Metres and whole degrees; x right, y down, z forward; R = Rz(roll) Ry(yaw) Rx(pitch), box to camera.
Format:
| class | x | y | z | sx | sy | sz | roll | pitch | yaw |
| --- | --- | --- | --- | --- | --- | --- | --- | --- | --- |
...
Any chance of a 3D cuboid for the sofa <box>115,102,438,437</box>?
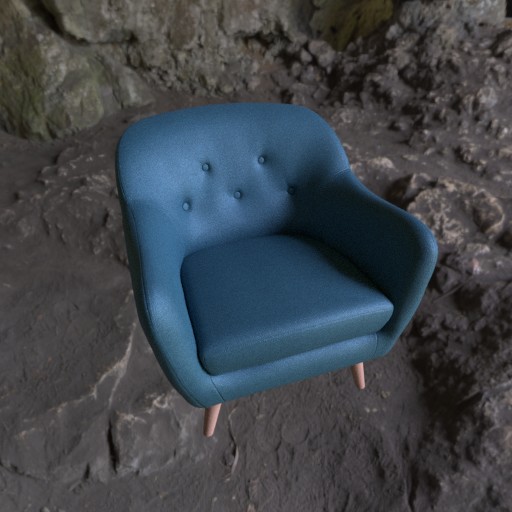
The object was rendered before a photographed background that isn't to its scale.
| class | x | y | z | sx | sy | sz | roll | pitch | yaw |
| --- | --- | --- | --- | --- | --- | --- | --- | --- | --- |
| sofa | 0.000 | 0.000 | 1.497 | 0.836 | 0.817 | 0.825 | -11 | 34 | -17 |
